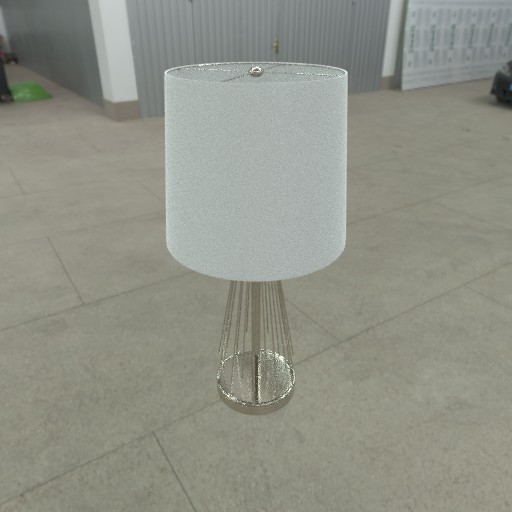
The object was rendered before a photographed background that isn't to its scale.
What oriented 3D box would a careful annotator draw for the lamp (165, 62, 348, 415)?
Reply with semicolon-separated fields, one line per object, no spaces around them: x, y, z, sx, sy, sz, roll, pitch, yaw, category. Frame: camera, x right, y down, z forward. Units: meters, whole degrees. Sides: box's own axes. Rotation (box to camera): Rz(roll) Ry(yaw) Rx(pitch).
0.000;0.000;0.781;0.303;0.618;0.303;0;29;0;lamp
